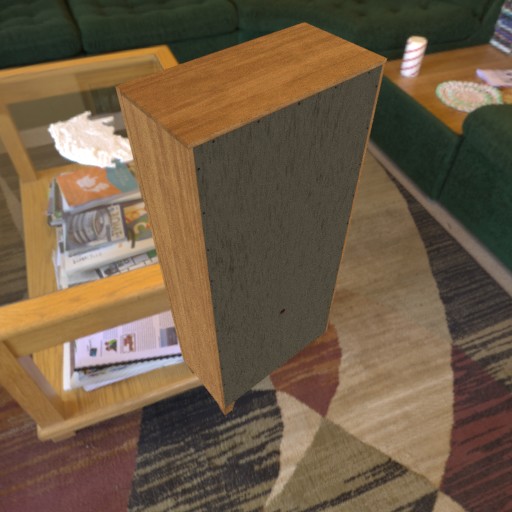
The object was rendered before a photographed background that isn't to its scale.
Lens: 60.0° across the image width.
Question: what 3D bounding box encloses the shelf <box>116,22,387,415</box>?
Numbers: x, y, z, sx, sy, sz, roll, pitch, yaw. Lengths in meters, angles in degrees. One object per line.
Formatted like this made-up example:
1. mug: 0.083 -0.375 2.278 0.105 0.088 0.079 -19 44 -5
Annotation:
1. shelf: 0.000 0.000 2.264 0.864 1.930 0.453 -31 55 -25
